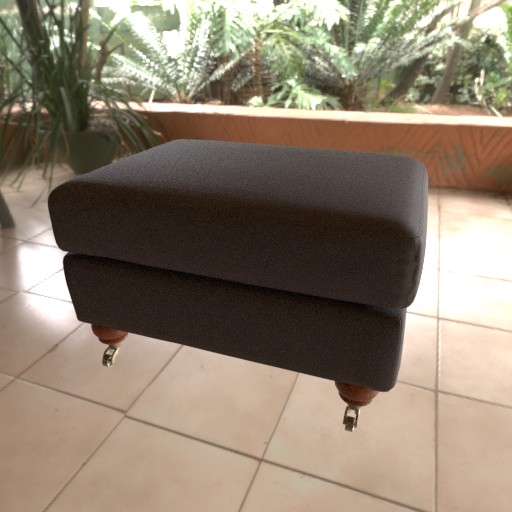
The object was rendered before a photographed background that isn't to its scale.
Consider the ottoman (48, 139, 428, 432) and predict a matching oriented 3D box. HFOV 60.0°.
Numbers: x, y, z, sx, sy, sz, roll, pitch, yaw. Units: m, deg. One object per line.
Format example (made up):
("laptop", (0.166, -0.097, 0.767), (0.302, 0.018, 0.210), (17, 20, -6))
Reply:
("ottoman", (0.000, 0.000, 1.125), (0.773, 0.497, 0.574), (9, 28, 18))
